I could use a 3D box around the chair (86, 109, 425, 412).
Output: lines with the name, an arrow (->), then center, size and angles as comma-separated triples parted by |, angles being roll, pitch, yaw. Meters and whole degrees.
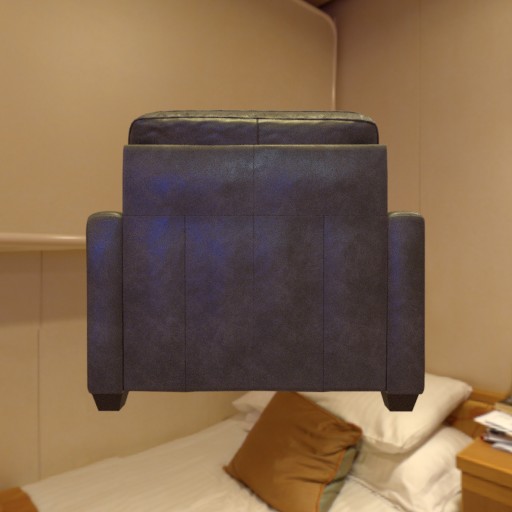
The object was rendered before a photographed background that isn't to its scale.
chair -> 0.000, 0.000, 1.734 | 1.006, 0.916, 0.939 | 0, 0, 0
